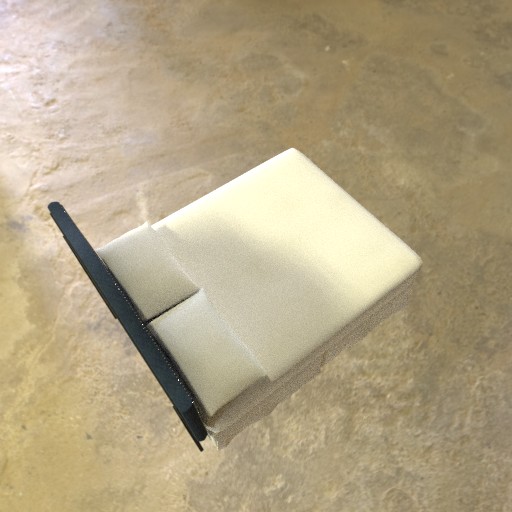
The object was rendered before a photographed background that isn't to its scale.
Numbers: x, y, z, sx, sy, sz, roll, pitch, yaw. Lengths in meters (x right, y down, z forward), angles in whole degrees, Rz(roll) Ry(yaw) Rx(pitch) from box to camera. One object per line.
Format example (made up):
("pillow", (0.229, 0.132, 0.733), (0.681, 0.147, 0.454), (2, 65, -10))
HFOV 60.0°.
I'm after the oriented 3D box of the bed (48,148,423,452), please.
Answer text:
("bed", (0.000, 0.000, 3.312), (2.153, 1.518, 1.713), (-33, 63, -19))
